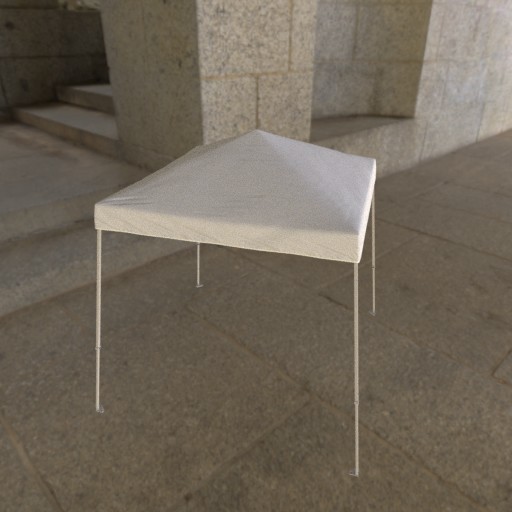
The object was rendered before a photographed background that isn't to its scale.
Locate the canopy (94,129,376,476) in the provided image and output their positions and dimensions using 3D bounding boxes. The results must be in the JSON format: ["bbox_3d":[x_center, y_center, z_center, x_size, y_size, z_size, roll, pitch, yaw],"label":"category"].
[{"bbox_3d":[0.000,0.000,6.437,3.600,3.600,3.599,8,28,15],"label":"canopy"}]
